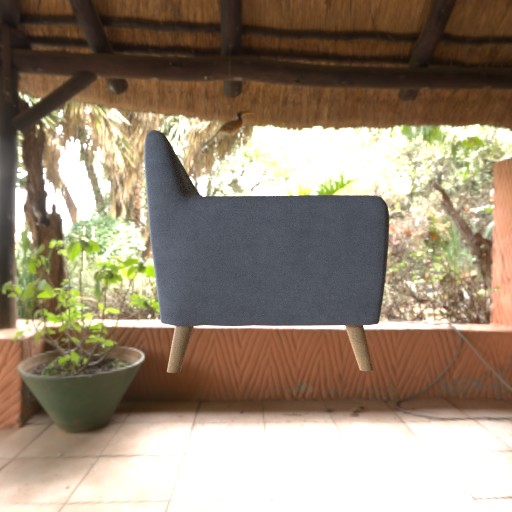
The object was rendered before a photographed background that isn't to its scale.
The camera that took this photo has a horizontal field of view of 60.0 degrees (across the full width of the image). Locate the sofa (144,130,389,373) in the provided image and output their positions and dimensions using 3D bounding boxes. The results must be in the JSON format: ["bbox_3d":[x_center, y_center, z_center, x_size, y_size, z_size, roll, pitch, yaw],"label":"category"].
[{"bbox_3d":[0.000,0.000,2.388,0.830,0.830,1.970,0,-1,-2],"label":"sofa"}]
